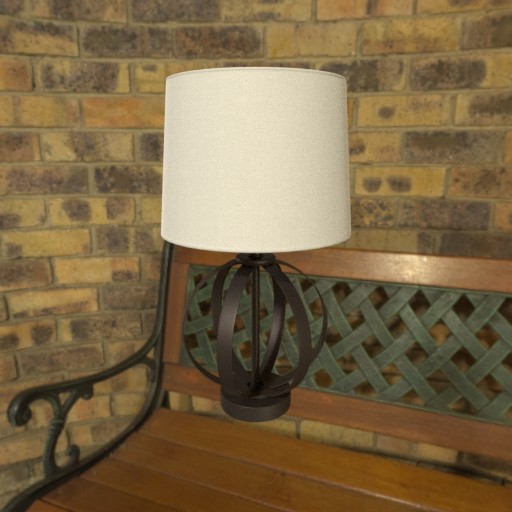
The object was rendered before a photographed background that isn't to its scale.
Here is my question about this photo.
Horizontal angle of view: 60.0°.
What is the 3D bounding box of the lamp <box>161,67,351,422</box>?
[{"bbox_3d":[0.000,0.000,0.692,0.286,0.510,0.286,0,14,0],"label":"lamp"}]
